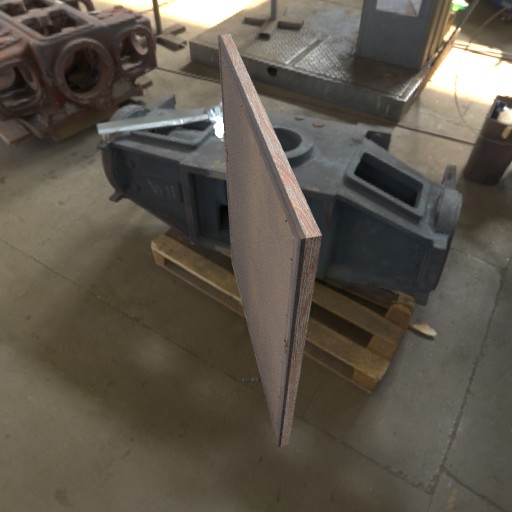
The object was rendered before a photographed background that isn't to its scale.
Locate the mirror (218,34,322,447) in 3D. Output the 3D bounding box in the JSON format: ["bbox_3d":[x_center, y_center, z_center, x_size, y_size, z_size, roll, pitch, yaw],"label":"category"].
[{"bbox_3d":[0.000,0.000,1.212,0.032,0.882,0.730,-10,49,-8],"label":"mirror"}]
